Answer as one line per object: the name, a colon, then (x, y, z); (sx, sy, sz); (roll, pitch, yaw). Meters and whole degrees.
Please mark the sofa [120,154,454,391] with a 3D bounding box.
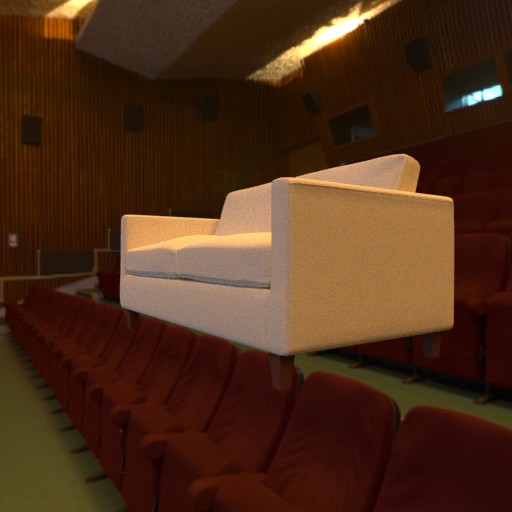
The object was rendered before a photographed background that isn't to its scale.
sofa: (0.000, 0.000, 2.341); (0.964, 0.888, 1.702); (0, 0, -34)
